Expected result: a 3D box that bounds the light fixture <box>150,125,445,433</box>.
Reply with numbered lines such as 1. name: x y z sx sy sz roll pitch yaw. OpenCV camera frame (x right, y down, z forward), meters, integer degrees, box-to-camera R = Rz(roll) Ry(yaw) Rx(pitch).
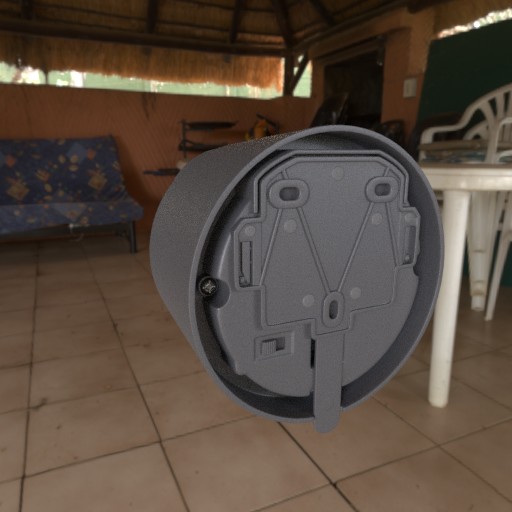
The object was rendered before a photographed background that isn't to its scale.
1. light fixture: 0.000 0.000 0.266 0.134 0.143 0.160 -6 15 -25
